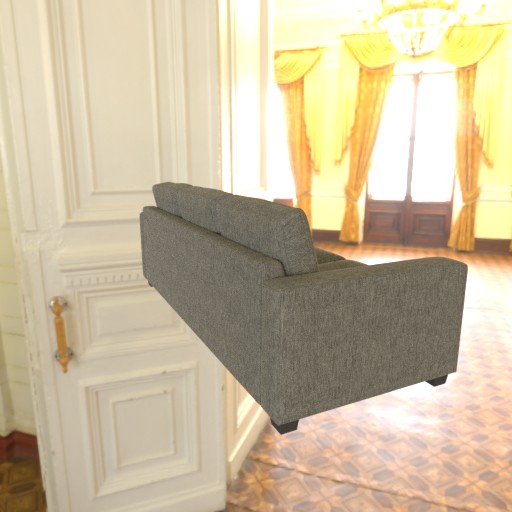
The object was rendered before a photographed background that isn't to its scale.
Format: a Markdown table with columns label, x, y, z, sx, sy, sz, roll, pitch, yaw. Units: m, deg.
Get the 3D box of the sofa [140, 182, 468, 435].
| label | x | y | z | sx | sy | sz | roll | pitch | yaw |
| --- | --- | --- | --- | --- | --- | --- | --- | --- | --- |
| sofa | 0.000 | 0.000 | 2.581 | 0.900 | 0.800 | 2.160 | -6 | 15 | -25 |
